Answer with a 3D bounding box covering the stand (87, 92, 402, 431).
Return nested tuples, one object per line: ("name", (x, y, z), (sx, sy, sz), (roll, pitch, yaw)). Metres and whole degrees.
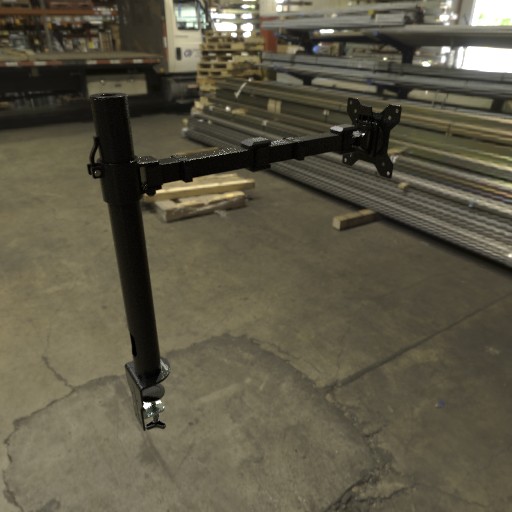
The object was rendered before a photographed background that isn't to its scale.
("stand", (0.000, 0.000, 0.698), (0.456, 0.510, 0.115), (-17, 32, -30))
